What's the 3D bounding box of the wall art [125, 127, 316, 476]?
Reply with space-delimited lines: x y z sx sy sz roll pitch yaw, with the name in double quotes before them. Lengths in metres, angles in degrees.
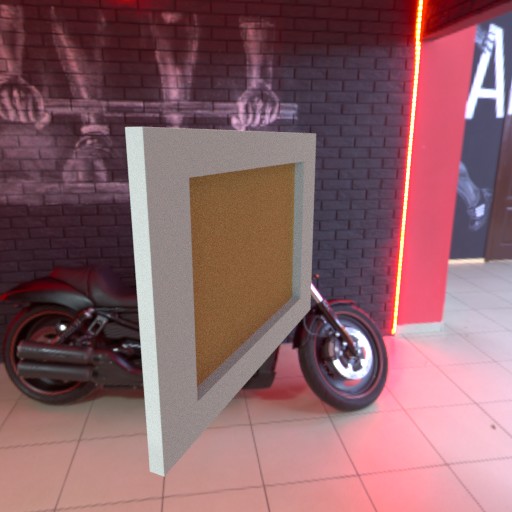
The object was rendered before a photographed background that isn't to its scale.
"wall art" 0.000 0.000 1.142 0.033 0.617 0.906 6 16 23
